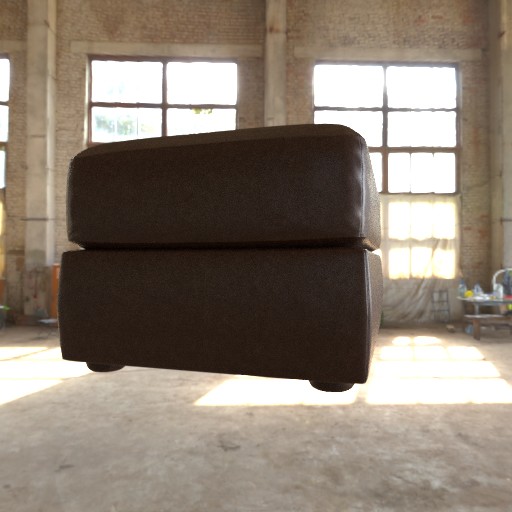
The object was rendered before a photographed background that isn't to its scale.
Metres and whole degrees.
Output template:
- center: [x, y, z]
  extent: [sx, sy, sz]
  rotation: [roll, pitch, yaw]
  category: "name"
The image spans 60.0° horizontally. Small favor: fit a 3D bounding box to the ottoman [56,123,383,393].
- center: [0.000, 0.000, 1.120]
  extent: [0.603, 0.476, 0.751]
  rotation: [0, -1, 17]
  category: "ottoman"
